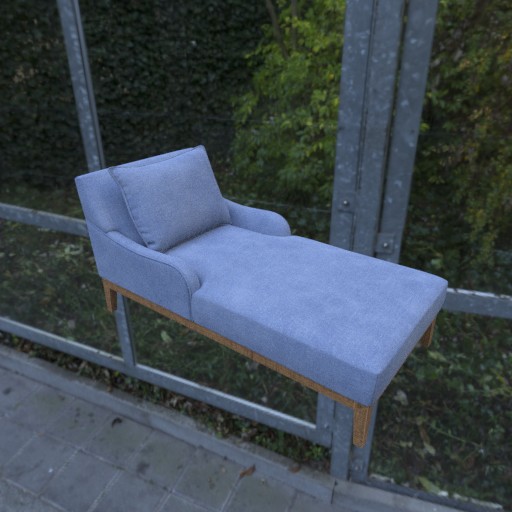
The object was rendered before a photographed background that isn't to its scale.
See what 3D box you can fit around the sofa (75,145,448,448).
[{"bbox_3d":[0.000,0.000,2.364,1.779,0.883,0.904,19,32,33],"label":"sofa"}]
